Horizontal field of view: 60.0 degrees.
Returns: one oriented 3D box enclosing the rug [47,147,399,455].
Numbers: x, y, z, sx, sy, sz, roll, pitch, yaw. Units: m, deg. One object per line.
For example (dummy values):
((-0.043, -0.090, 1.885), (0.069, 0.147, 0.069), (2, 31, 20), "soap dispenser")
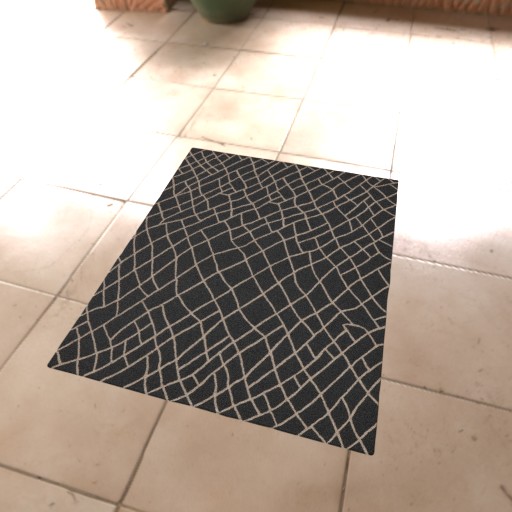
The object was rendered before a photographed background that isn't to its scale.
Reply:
((0.000, 0.000, 4.108), (2.439, 0.022, 3.047), (11, 48, 10), "rug")
